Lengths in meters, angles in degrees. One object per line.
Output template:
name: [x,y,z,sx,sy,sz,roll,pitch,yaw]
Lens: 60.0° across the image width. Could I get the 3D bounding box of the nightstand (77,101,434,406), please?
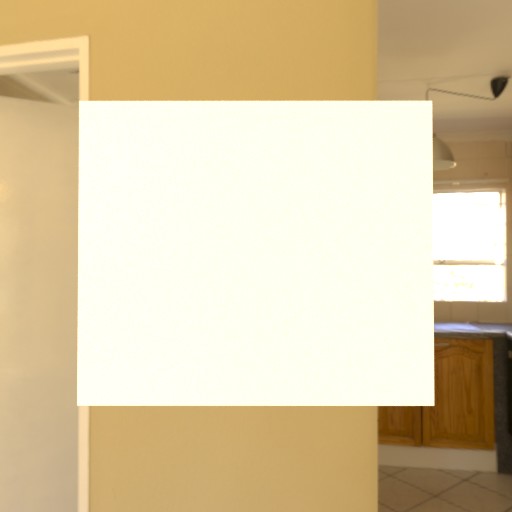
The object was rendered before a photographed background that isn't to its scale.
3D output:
nightstand: [0.000,0.000,0.744,0.408,0.351,0.470,0,-1,0]
